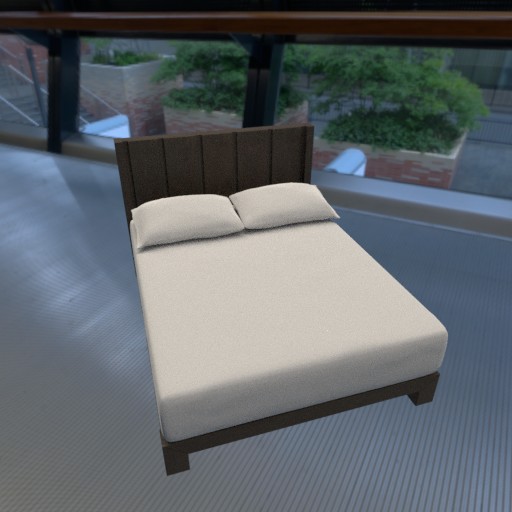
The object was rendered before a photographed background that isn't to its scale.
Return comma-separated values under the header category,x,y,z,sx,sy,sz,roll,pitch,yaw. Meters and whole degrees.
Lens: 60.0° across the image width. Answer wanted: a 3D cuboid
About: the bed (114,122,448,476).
category,x,y,z,sx,sy,sz,roll,pitch,yaw
bed,0.000,0.000,3.242,1.727,1.270,2.242,-9,32,-15
